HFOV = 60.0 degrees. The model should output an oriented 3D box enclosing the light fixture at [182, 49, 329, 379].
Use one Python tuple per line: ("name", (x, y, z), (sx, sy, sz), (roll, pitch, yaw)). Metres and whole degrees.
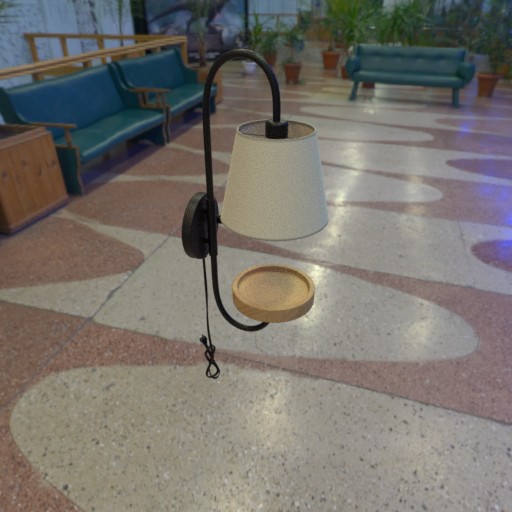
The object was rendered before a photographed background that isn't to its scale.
("light fixture", (0.000, 0.000, 0.967), (0.299, 0.821, 0.220), (10, 32, 16))
